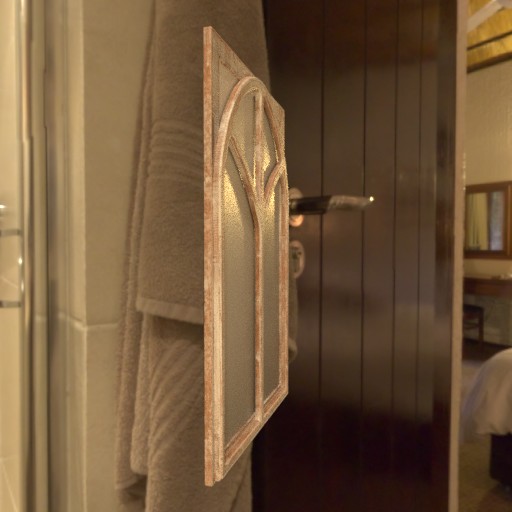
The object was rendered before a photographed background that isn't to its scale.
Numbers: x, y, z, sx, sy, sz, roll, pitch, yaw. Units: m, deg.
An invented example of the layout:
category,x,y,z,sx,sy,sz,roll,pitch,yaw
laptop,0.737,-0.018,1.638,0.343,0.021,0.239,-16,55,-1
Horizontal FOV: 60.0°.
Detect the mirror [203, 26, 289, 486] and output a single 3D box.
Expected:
category,x,y,z,sx,sy,sz,roll,pitch,yaw
mirror,0.000,0.000,0.991,0.058,0.787,0.495,0,1,18
